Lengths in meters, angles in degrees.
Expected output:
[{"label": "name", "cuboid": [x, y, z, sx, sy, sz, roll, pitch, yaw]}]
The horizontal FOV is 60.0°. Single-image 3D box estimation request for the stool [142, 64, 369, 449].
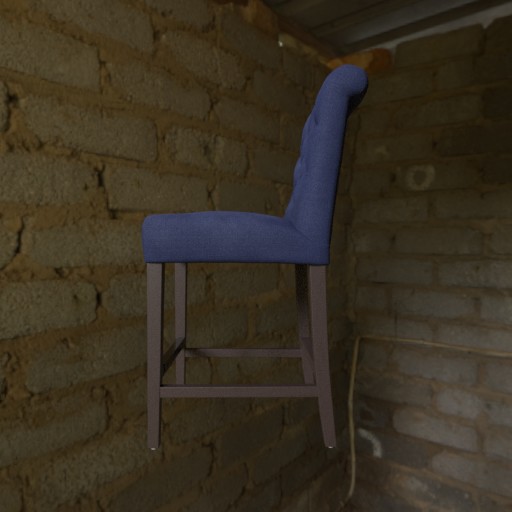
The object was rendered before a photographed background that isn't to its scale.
[{"label": "stool", "cuboid": [0.000, 0.000, 1.380, 0.601, 1.010, 0.493, 0, 2, 0]}]
